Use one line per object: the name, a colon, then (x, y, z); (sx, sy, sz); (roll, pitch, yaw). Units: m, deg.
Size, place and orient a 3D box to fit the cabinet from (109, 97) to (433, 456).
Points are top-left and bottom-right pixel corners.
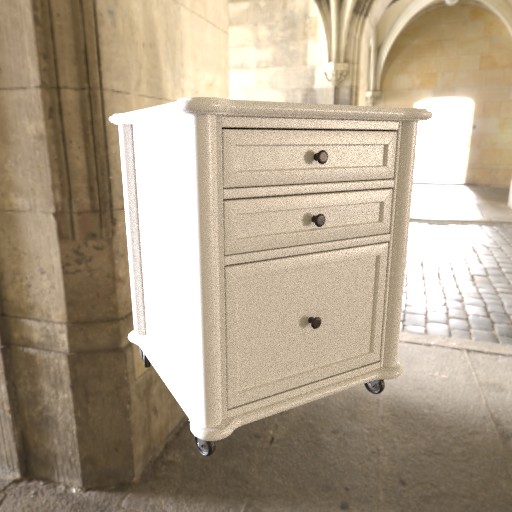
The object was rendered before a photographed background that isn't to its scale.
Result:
cabinet: (0.000, 0.000, 1.228); (0.628, 0.761, 0.627); (-8, 17, -28)
